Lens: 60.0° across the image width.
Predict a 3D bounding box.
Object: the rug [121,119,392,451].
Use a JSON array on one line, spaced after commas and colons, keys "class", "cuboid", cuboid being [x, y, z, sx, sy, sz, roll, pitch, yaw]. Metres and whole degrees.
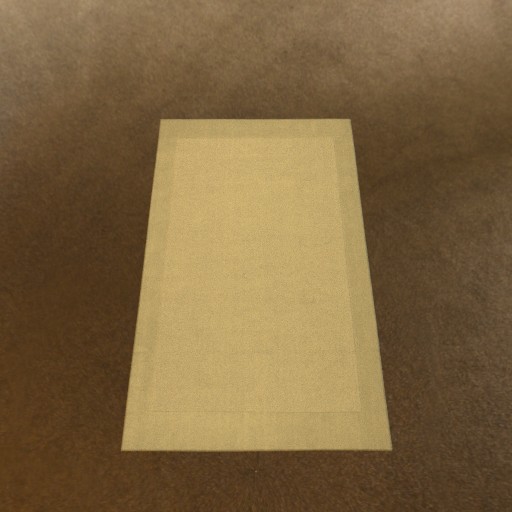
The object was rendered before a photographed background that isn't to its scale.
[{"class": "rug", "cuboid": [0.000, 0.000, 3.022, 1.524, 0.014, 2.438, 0, 64, 0]}]
